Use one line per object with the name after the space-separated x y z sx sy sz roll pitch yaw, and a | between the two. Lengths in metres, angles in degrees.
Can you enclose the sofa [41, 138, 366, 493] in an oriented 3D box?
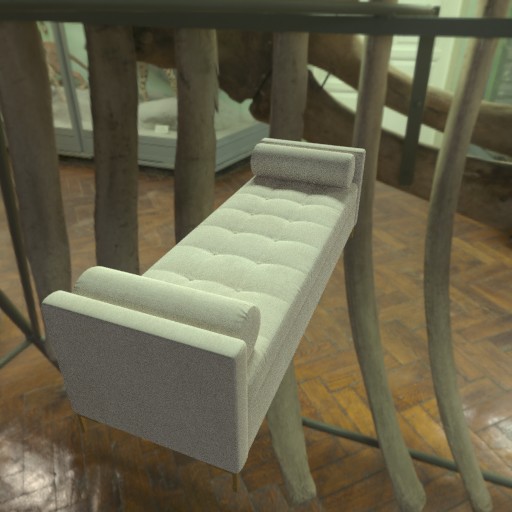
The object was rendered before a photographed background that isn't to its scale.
0.000 0.000 2.222 0.686 0.635 1.981 12 33 19 | sofa
